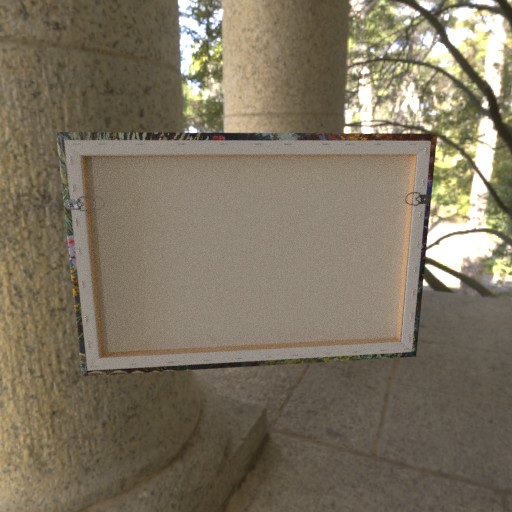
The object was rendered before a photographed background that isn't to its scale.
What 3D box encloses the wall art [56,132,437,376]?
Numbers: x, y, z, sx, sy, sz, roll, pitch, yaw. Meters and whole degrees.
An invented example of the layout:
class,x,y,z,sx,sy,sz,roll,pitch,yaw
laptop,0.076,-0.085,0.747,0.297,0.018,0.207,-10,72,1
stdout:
class,x,y,z,sx,sy,sz,roll,pitch,yaw
wall art,0.000,0.000,1.420,1.136,0.760,0.042,-2,14,-7
